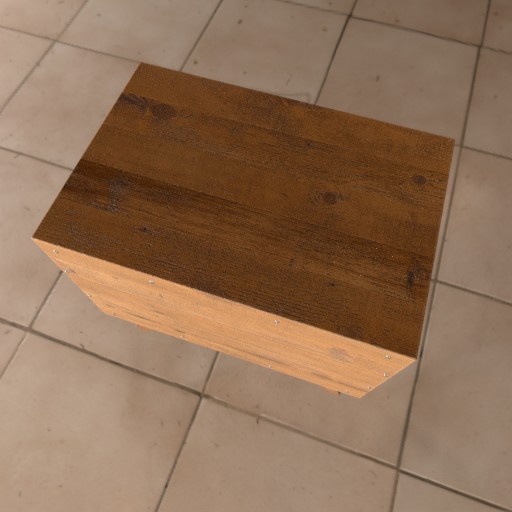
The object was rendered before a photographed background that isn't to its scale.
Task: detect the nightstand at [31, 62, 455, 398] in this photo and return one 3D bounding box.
[{"bbox_3d":[0.000,0.000,1.061,0.650,0.599,0.450,17,66,8],"label":"nightstand"}]
